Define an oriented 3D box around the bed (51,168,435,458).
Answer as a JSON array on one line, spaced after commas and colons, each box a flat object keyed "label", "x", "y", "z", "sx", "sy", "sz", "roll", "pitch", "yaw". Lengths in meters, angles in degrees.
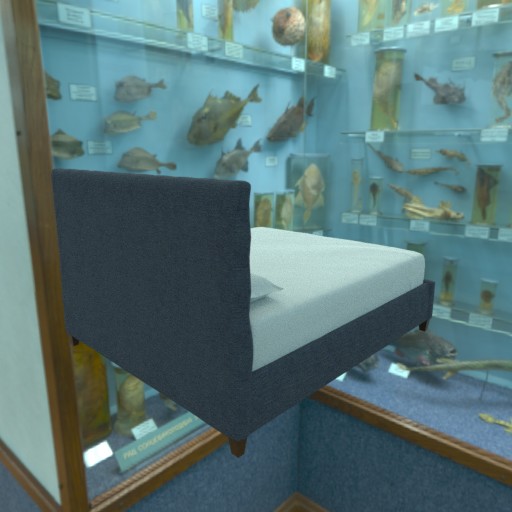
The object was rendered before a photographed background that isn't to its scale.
[{"label": "bed", "x": 0.000, "y": 0.000, "z": 3.631, "sx": 2.078, "sy": 1.427, "sz": 2.387, "roll": 13, "pitch": 19, "yaw": 42}]
